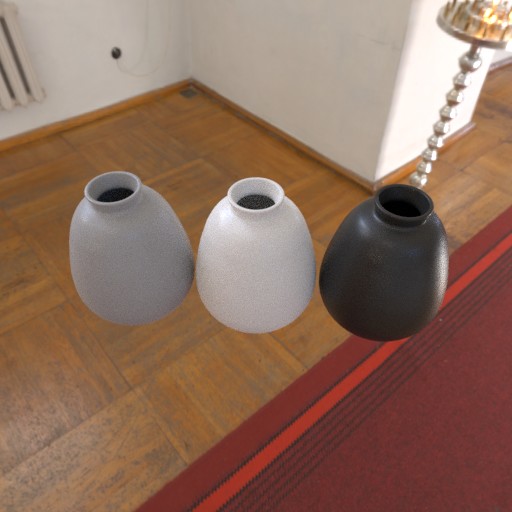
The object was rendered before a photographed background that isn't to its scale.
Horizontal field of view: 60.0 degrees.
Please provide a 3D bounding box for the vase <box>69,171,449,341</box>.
[{"bbox_3d":[0.000,0.000,0.347,0.297,0.122,0.097,3,45,3],"label":"vase"}]
